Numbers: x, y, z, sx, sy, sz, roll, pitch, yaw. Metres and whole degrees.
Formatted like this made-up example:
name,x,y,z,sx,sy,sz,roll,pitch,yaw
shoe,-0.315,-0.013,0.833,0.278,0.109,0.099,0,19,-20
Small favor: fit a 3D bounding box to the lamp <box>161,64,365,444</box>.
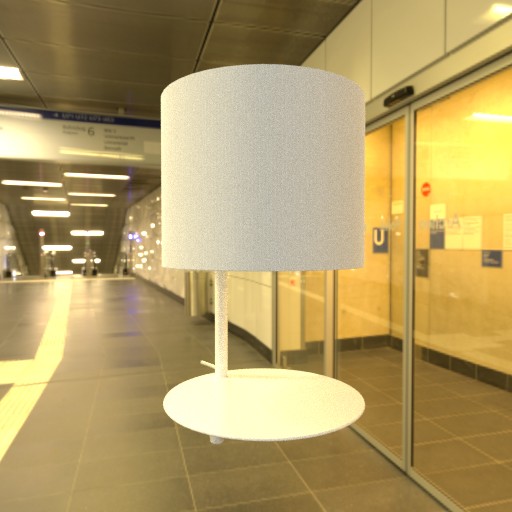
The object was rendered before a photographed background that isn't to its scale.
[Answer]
name,x,y,z,sx,sy,sz,roll,pitch,yaw
lamp,0.000,0.000,0.684,0.299,0.454,0.341,-1,2,-35
